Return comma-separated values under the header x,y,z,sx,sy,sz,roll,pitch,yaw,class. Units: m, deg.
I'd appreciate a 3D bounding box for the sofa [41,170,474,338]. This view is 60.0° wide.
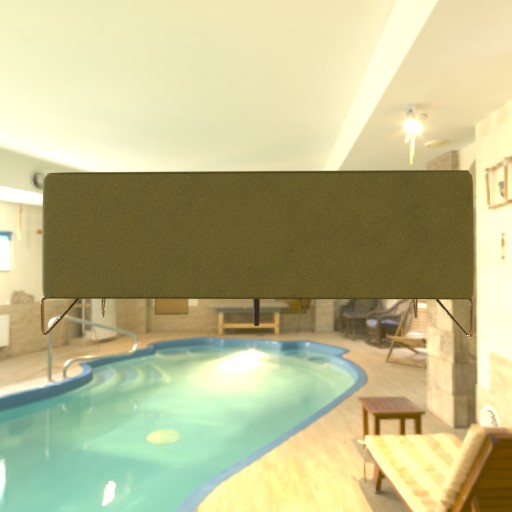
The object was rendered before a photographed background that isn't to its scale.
x,y,z,sx,sy,sz,roll,pitch,yaw,class
0.000,0.000,2.507,2.087,0.789,0.867,0,-1,2,sofa
